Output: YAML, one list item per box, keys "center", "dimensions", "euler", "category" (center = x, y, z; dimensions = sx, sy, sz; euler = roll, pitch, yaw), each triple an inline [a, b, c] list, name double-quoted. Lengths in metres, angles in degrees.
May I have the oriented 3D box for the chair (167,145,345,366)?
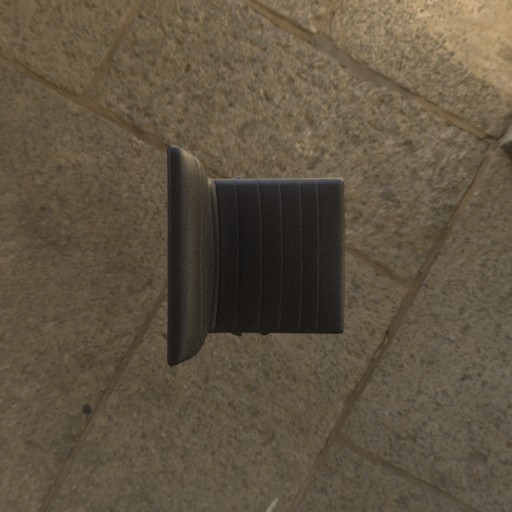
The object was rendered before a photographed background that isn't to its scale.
- center: [0.000, 0.000, 1.157]
  dimensions: [0.530, 0.780, 0.556]
  euler: [0, 90, -1]
  category: "chair"
